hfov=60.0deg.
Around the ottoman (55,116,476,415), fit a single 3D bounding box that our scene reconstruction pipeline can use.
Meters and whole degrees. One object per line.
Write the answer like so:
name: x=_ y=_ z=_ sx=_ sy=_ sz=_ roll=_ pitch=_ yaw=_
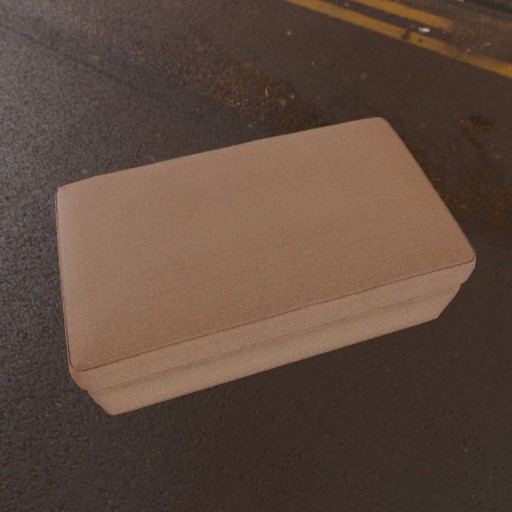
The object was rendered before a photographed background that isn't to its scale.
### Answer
ottoman: x=0.000 y=0.000 z=1.396 sx=1.097 sy=0.448 sz=0.617 roll=-14 pitch=59 yaw=-9
